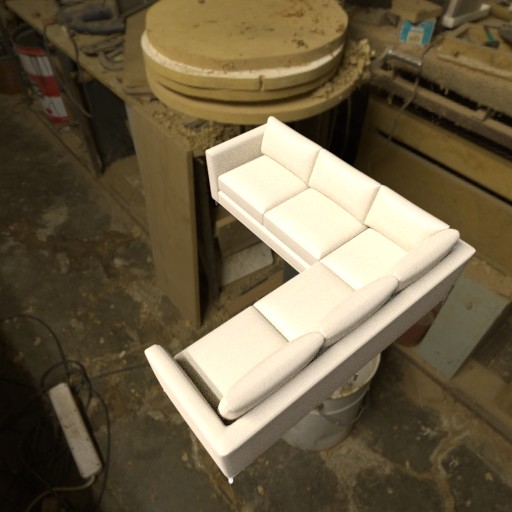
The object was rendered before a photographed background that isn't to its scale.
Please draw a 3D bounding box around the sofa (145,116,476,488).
[{"bbox_3d":[0.000,0.000,3.712,2.448,0.867,2.430,-31,55,-25],"label":"sofa"}]
